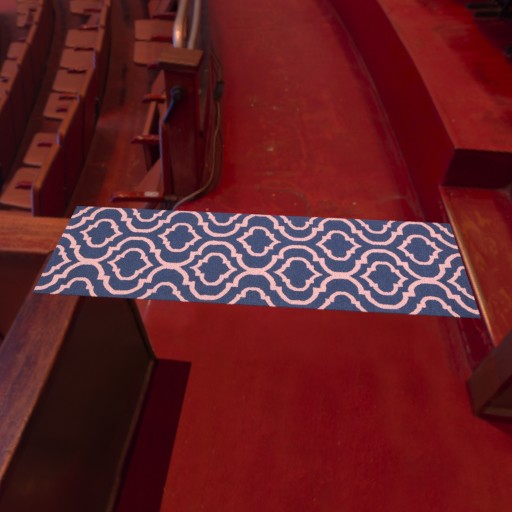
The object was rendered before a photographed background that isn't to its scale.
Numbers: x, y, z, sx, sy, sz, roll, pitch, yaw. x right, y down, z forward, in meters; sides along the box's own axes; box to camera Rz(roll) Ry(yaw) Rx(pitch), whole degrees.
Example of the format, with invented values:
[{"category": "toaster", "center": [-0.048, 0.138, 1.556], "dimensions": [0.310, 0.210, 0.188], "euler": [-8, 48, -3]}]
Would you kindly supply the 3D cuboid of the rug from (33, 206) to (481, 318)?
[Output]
[{"category": "rug", "center": [0.000, 0.000, 2.499], "dimensions": [2.296, 0.006, 0.685], "euler": [3, 48, 3]}]
